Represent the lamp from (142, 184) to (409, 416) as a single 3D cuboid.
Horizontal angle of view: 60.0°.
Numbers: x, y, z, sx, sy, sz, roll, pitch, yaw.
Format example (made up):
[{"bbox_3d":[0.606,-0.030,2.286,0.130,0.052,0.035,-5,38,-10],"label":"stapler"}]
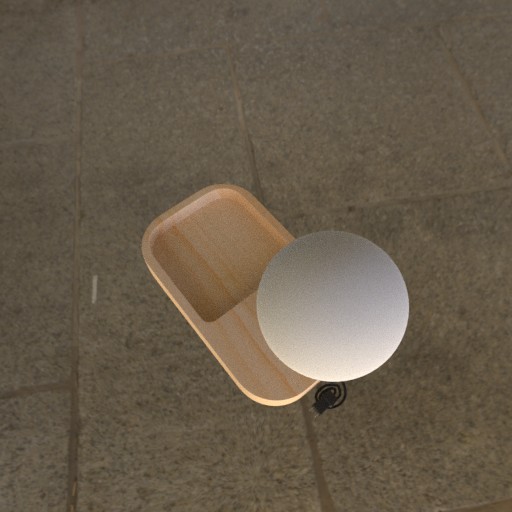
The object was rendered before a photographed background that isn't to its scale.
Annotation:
[{"bbox_3d":[0.000,0.000,0.468,0.173,0.253,0.331,-36,68,-17],"label":"lamp"}]
